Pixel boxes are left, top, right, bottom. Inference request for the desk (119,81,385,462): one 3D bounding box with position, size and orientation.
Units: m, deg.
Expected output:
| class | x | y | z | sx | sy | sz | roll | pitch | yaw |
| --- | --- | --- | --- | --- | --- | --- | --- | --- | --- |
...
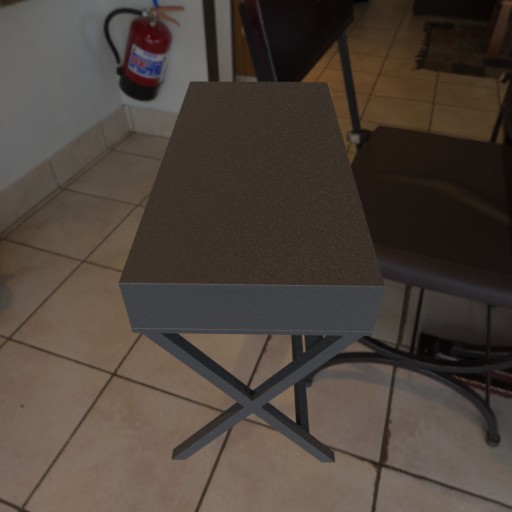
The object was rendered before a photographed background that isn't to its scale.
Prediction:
| class | x | y | z | sx | sy | sz | roll | pitch | yaw |
| --- | --- | --- | --- | --- | --- | --- | --- | --- | --- |
| desk | 0.000 | 0.000 | 1.491 | 0.504 | 0.780 | 1.057 | 1 | 41 | 1 |
